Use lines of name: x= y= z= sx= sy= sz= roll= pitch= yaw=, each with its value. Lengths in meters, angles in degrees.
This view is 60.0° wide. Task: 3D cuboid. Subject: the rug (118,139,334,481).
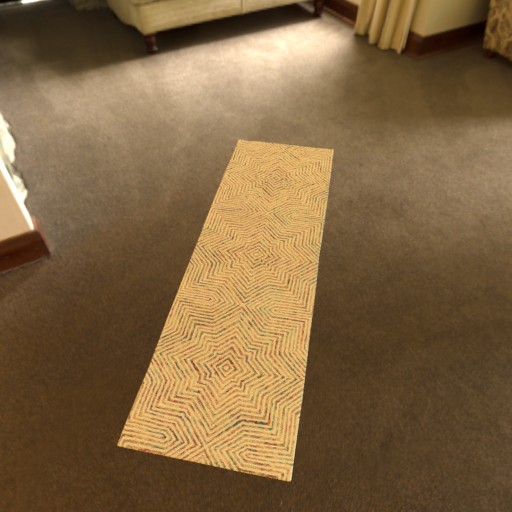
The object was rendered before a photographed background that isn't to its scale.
rug: x=0.000 y=0.000 z=2.697 sx=0.771 sy=0.009 sz=2.443 roll=8 pitch=48 yaw=7
